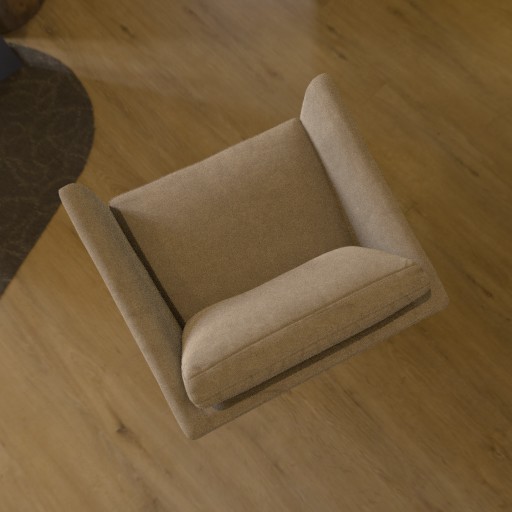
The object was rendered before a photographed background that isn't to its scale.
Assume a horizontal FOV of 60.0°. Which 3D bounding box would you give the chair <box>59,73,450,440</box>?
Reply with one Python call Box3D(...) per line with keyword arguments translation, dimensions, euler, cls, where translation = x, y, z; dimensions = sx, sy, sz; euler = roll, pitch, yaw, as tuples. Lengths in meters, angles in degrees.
Box3D(translation=(0.000, 0.000, 1.878), dimensions=(1.190, 0.845, 1.091), euler=(-26, 76, -7), cls="chair")
